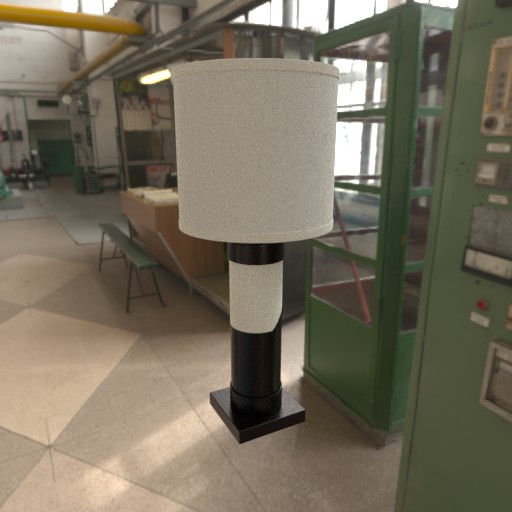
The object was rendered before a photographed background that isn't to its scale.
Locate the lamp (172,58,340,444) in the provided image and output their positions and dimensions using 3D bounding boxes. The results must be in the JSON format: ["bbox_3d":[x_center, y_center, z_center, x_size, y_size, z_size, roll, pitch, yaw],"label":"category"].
[{"bbox_3d":[0.000,0.000,0.627,0.211,0.509,0.211,-8,17,-27],"label":"lamp"}]
